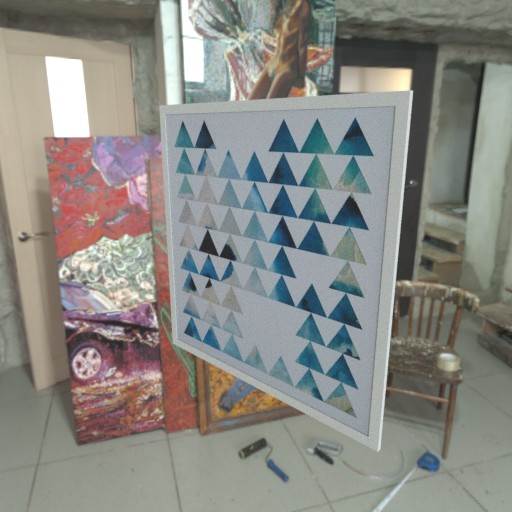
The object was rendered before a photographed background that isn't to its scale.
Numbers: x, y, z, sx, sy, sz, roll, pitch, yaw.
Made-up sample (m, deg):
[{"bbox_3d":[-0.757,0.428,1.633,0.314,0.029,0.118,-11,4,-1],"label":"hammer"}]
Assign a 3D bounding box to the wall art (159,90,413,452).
[{"bbox_3d":[0.000,0.000,0.685,0.456,0.456,0.007,15,22,41],"label":"wall art"}]
